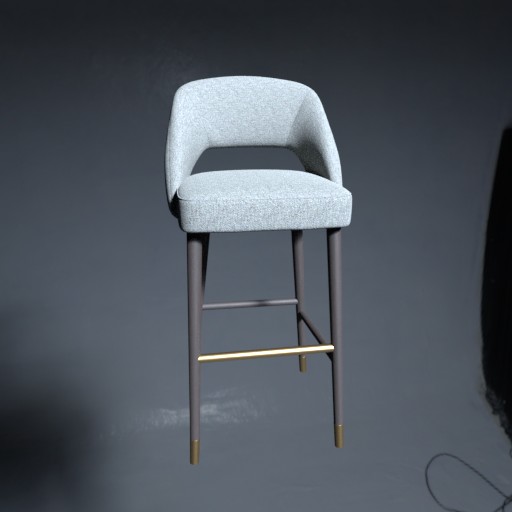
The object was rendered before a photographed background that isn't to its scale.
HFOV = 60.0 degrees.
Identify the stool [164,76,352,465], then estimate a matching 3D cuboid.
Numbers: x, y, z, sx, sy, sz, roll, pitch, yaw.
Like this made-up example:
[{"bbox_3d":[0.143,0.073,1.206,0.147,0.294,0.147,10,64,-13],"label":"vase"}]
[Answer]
[{"bbox_3d":[0.000,0.000,1.398,0.536,1.089,0.524,-3,18,-8],"label":"stool"}]
